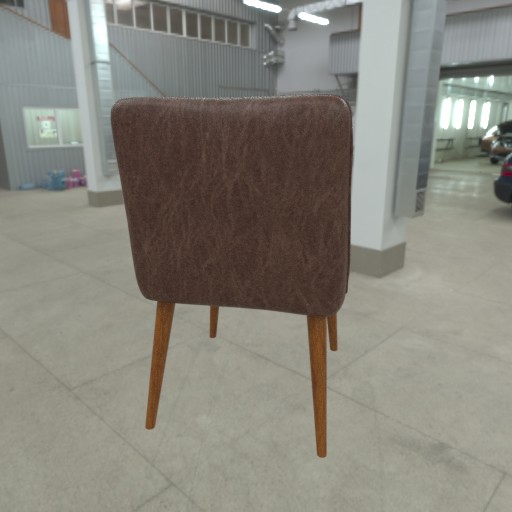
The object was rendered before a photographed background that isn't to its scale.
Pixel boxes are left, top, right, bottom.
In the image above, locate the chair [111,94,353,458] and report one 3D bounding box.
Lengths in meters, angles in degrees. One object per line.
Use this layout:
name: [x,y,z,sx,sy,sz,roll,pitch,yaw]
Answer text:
chair: [0.000,0.000,1.223,0.543,0.803,0.645,2,17,8]
